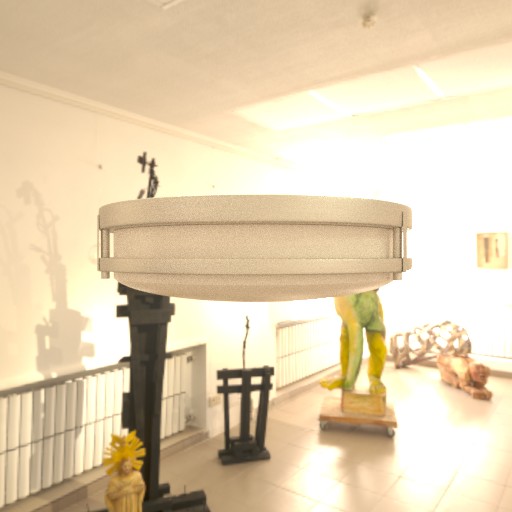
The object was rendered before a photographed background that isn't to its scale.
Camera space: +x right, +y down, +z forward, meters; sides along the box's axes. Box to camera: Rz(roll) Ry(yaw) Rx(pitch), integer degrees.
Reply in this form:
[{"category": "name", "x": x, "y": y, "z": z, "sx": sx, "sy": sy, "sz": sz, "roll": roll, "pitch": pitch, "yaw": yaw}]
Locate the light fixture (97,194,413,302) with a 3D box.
[{"category": "light fixture", "x": 0.000, "y": 0.000, "z": 0.531, "sx": 0.356, "sy": 0.102, "sz": 0.356, "roll": 0, "pitch": 0, "yaw": 0}]
